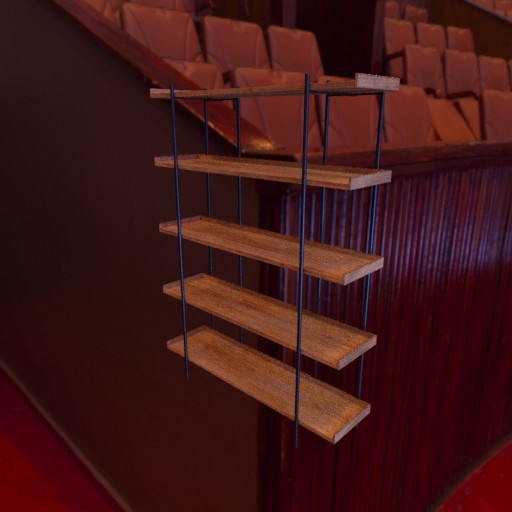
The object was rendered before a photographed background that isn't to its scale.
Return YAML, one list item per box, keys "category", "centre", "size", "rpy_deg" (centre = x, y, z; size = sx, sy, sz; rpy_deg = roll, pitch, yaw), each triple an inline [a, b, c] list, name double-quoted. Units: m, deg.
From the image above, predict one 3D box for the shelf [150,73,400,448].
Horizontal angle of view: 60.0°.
- category: "shelf"
  centre: [0.000, 0.000, 2.490]
  size: [1.371, 1.826, 0.379]
  rpy_deg: [16, 23, 41]
